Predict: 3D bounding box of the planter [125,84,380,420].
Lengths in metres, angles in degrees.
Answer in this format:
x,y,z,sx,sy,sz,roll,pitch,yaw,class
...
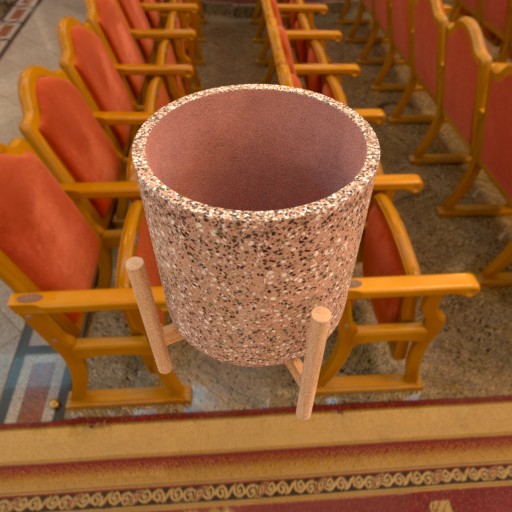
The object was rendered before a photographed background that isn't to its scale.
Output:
x,y,z,sx,sy,sz,roll,pitch,yaw,class
0.000,0.000,0.701,0.360,0.419,0.360,-2,46,-2,planter
